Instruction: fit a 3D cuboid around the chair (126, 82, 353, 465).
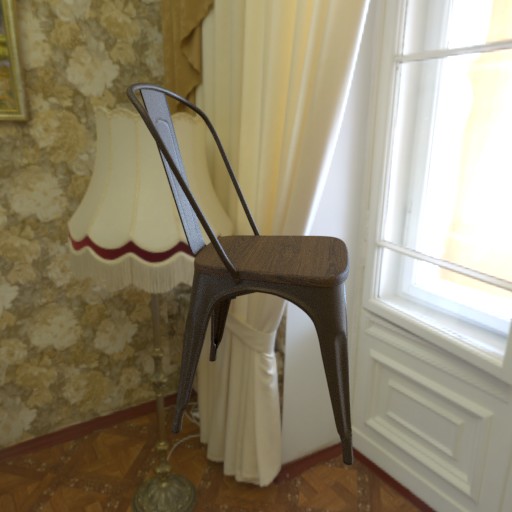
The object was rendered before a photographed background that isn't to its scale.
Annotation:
[{"bbox_3d":[0.000,0.000,1.150,0.532,0.844,0.451,3,17,9],"label":"chair"}]
